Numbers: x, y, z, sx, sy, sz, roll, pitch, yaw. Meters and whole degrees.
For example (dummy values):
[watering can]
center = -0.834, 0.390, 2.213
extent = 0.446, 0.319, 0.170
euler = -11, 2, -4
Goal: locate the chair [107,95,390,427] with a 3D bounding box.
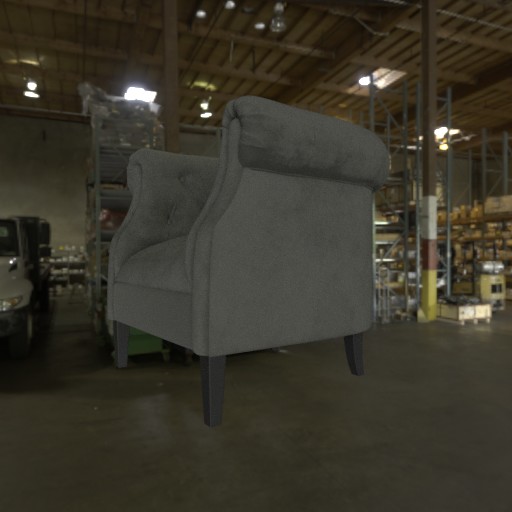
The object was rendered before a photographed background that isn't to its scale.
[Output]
[chair]
center = 0.000, 0.000, 1.588
extent = 0.851, 0.826, 0.904
euler = 0, 0, -35
